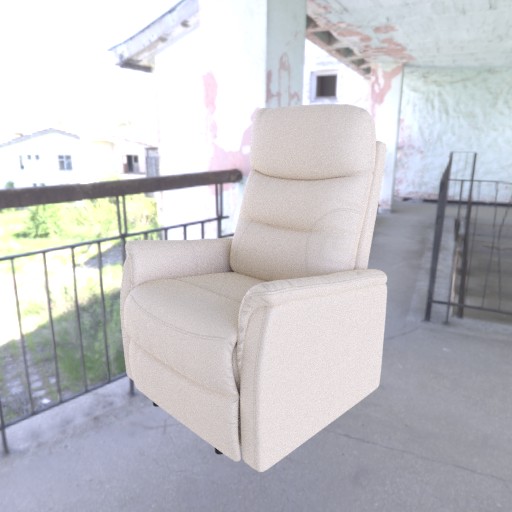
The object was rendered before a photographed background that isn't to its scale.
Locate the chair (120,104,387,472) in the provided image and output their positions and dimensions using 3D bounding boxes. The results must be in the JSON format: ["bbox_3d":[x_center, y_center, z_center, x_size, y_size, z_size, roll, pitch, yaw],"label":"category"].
[{"bbox_3d":[0.000,0.000,1.634,0.831,1.082,0.775,-14,21,-43],"label":"chair"}]
